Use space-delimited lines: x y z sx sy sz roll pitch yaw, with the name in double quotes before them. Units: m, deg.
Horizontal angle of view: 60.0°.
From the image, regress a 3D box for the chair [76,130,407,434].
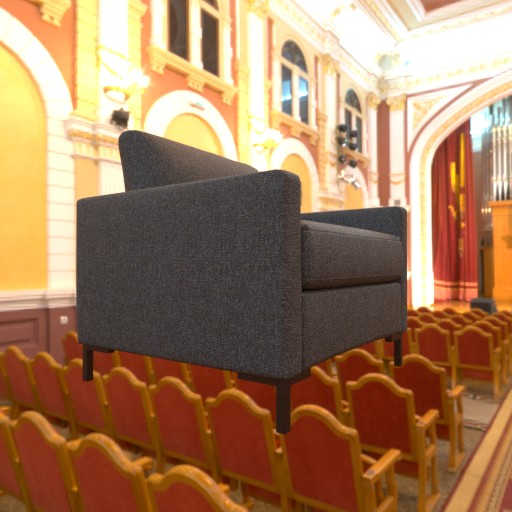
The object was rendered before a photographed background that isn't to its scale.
"chair" 0.000 0.000 1.639 0.866 0.861 0.963 -1 -1 36
